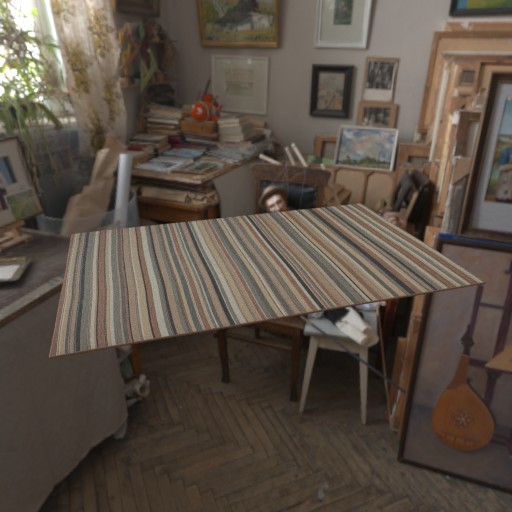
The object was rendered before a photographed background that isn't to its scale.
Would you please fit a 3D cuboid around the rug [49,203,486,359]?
[{"bbox_3d":[0.000,0.000,3.001,2.438,0.014,1.523,-7,27,-15],"label":"rug"}]
